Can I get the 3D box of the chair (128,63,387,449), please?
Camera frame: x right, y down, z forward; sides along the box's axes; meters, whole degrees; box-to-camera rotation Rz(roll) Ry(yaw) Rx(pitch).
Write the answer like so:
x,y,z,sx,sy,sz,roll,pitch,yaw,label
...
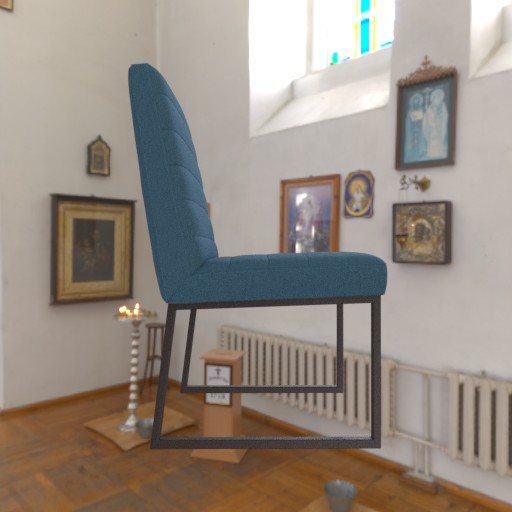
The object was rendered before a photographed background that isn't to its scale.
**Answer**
x,y,z,sx,sy,sz,roll,pitch,yaw,label
0.000,0.000,1.297,0.634,0.930,0.520,0,0,0,chair
